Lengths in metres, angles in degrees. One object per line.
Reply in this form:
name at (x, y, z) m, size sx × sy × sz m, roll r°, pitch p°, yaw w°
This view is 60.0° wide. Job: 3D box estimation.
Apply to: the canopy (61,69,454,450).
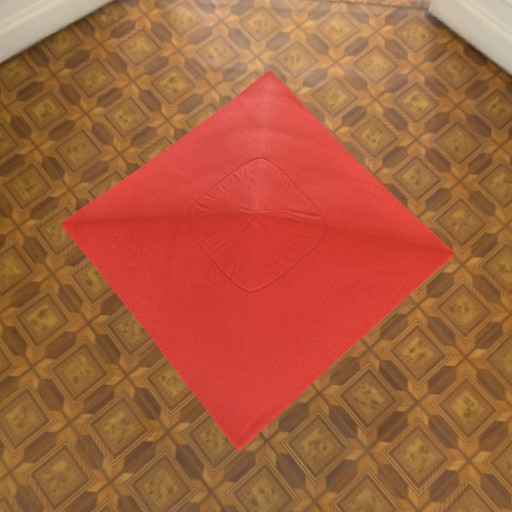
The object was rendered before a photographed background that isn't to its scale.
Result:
canopy at (0.000, 0.000, 5.417) m, size 2.998 × 2.997 × 2.996 m, roll -39°, pitch 79°, yaw -10°
